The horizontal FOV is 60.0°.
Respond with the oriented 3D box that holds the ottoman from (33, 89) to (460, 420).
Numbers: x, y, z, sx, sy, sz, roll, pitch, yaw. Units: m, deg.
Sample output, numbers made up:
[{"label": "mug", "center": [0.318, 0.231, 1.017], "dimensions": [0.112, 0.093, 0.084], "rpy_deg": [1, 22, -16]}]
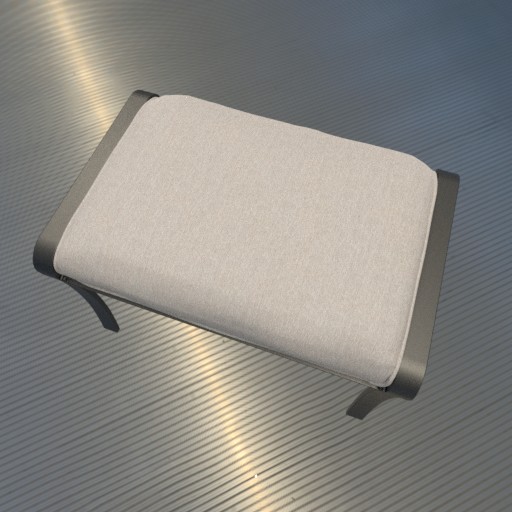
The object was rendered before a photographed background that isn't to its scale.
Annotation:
[{"label": "ottoman", "center": [0.000, 0.000, 0.872], "dimensions": [0.610, 0.422, 0.406], "rpy_deg": [17, 65, 8]}]
